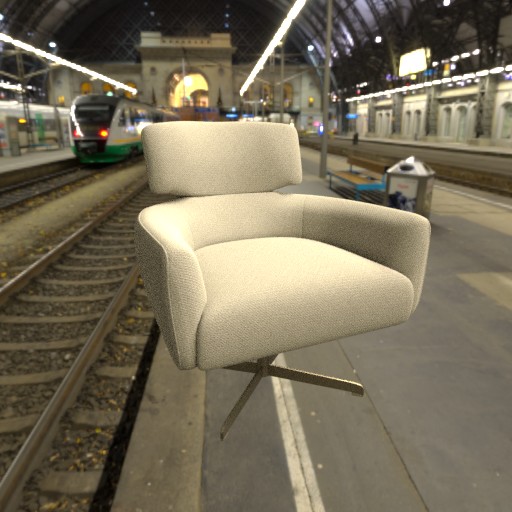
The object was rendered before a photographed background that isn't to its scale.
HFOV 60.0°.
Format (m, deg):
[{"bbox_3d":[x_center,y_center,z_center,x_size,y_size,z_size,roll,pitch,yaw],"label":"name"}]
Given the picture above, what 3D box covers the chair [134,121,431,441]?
[{"bbox_3d":[0.000,0.000,1.383,0.760,0.810,0.730,-8,18,-25],"label":"chair"}]
